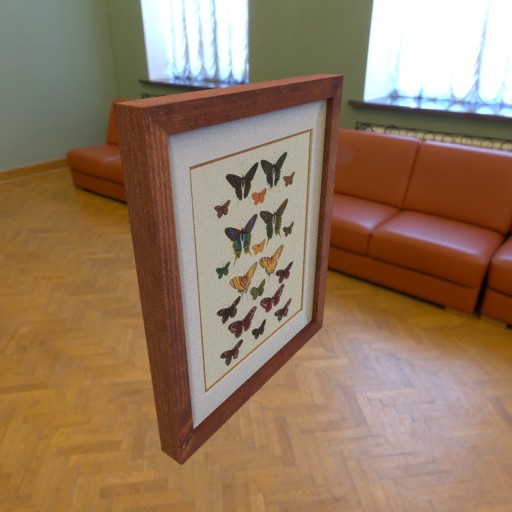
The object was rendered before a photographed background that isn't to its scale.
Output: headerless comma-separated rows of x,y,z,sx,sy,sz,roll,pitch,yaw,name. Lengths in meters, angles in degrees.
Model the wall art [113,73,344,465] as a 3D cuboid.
0.000,0.000,0.623,0.039,0.449,0.377,19,32,32,wall art
